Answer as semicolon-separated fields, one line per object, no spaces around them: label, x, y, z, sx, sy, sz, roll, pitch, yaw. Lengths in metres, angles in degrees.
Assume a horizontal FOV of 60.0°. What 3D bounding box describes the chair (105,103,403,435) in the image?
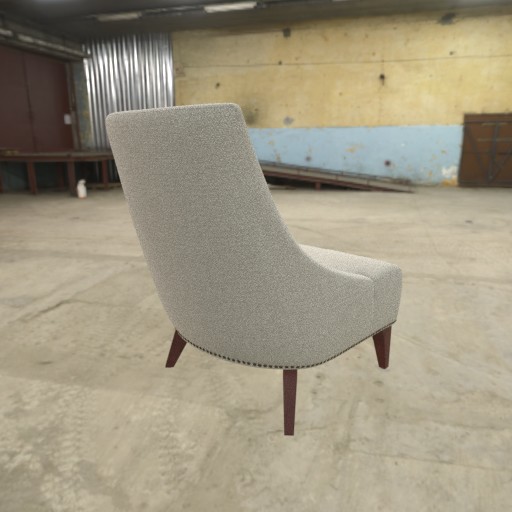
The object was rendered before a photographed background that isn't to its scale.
chair;0.000;0.000;1.497;0.701;0.909;0.861;13;19;42
